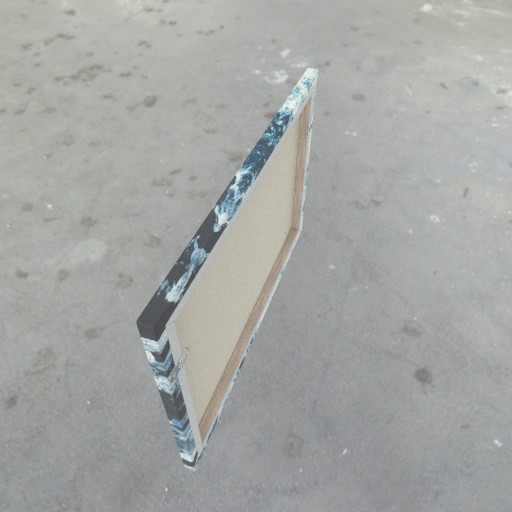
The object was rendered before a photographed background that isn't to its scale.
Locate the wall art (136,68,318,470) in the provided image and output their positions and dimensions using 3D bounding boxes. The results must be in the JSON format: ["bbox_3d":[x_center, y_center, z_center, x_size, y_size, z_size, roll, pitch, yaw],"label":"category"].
[{"bbox_3d":[0.000,0.000,1.924,0.055,1.017,1.524,15,48,14],"label":"wall art"}]
